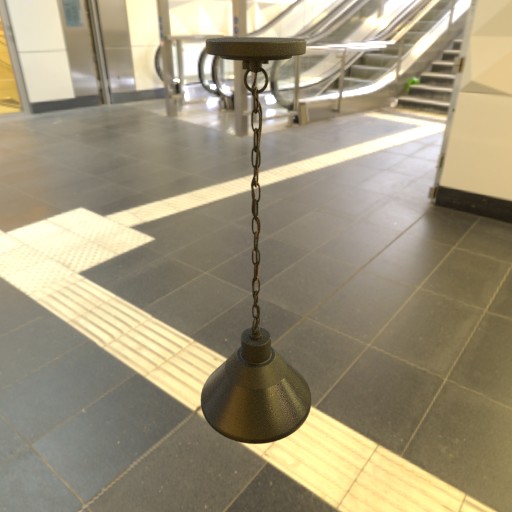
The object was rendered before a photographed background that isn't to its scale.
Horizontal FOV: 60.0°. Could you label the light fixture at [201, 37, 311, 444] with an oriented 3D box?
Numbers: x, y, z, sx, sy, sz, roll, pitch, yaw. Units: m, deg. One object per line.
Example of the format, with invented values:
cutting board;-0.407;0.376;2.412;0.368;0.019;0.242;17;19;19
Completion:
light fixture;0.000;0.000;0.670;0.201;0.588;0.201;9;30;17
